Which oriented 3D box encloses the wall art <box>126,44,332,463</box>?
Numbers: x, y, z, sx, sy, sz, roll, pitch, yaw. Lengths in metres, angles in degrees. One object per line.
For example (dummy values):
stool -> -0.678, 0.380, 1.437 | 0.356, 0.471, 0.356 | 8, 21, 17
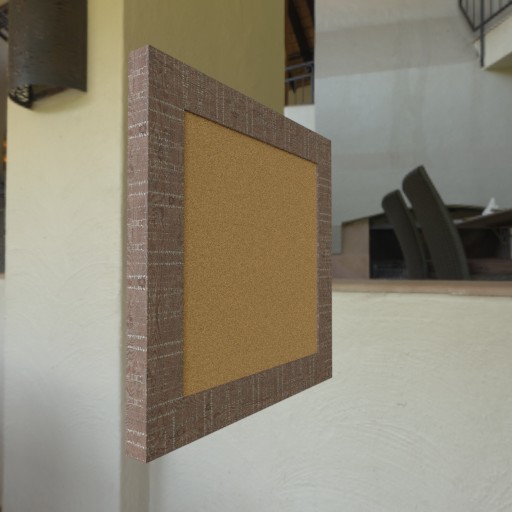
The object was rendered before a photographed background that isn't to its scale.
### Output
wall art -> 0.000, 0.000, 0.788 | 0.040, 0.531, 0.531 | -1, -2, 35
